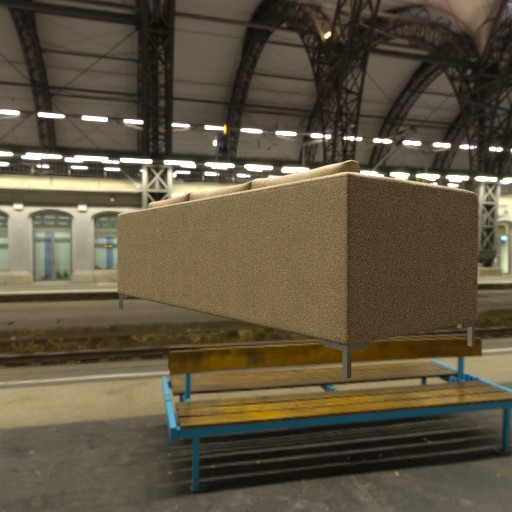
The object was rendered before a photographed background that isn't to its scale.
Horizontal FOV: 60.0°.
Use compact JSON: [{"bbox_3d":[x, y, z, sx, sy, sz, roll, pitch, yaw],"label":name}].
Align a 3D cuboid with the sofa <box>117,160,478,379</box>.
[{"bbox_3d":[0.000,0.000,2.858,0.969,0.867,2.415,-1,1,-37],"label":"sofa"}]
